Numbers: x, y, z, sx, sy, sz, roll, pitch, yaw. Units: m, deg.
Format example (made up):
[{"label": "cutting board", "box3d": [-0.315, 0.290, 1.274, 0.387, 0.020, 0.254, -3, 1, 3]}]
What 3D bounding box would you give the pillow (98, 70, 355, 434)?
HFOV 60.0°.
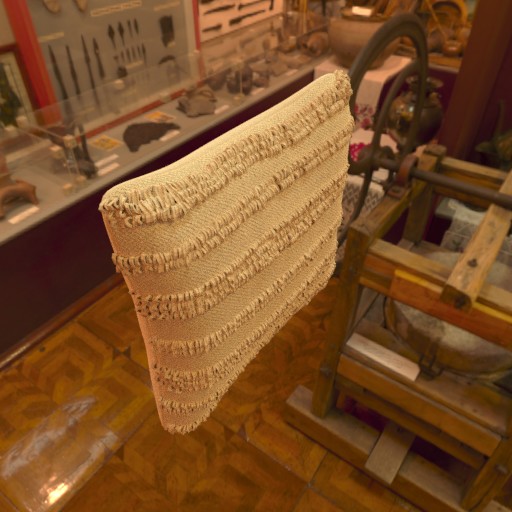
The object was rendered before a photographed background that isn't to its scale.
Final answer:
[{"label": "pillow", "box3d": [0.000, 0.000, 0.648, 0.145, 0.427, 0.437, 27, 48, 27]}]
